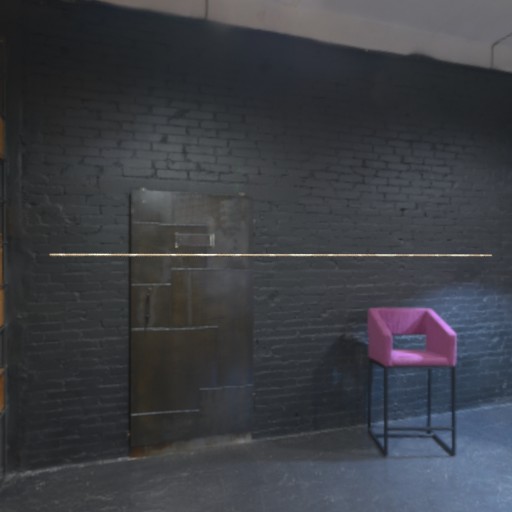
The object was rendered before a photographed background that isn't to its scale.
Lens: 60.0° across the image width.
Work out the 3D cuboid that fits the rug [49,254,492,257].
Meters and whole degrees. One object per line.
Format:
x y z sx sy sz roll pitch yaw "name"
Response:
0.000 0.000 2.739 2.134 0.010 1.524 0 0 -17 "rug"
